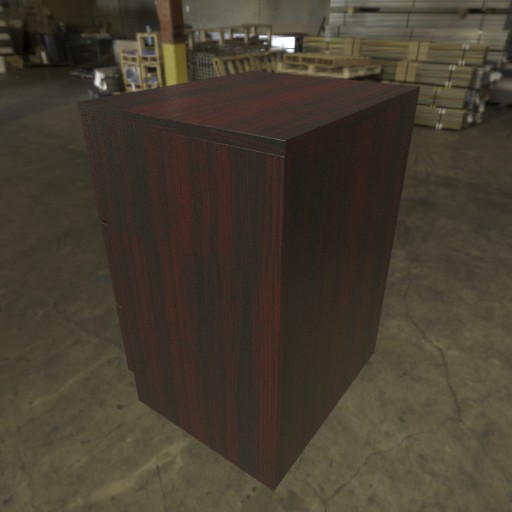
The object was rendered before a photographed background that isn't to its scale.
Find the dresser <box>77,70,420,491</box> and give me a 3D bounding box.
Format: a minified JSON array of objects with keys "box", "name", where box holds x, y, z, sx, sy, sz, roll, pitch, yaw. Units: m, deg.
[{"box":[0.000,0.000,0.799,0.360,0.560,0.400,20,35,31],"name":"dresser"}]
